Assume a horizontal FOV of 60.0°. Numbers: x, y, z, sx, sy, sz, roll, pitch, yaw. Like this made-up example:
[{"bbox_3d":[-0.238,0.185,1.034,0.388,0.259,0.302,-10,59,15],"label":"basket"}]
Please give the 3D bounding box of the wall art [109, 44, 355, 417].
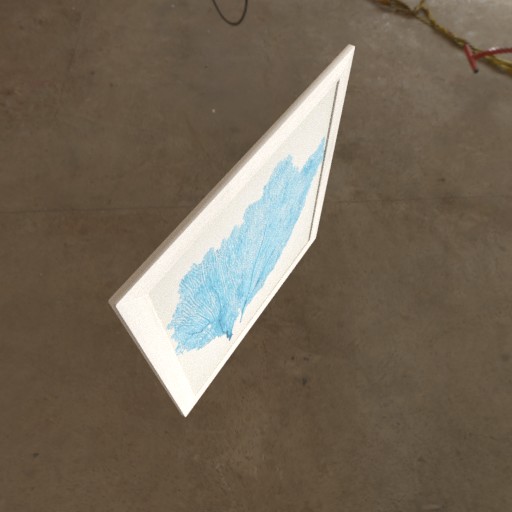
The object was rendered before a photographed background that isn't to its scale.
[{"bbox_3d":[0.000,0.000,0.875,0.013,0.584,0.584,30,63,17],"label":"wall art"}]
